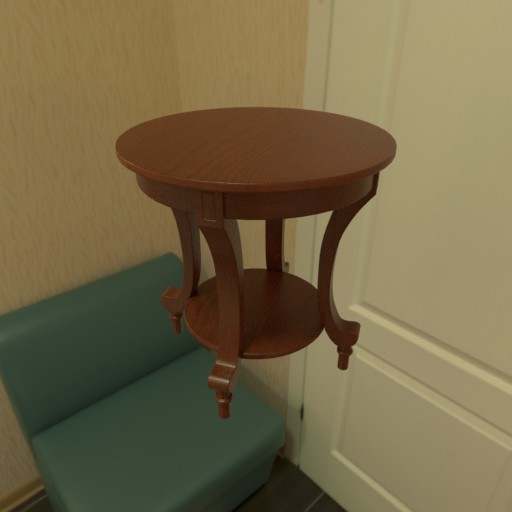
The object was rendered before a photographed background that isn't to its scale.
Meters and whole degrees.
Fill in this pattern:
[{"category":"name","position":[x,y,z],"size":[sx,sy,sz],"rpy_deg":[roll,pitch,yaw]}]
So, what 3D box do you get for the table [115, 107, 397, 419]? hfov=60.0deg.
[{"category":"table","position":[0.000,0.000,1.124],"size":[0.597,0.612,0.597],"rpy_deg":[0,30,0]}]
